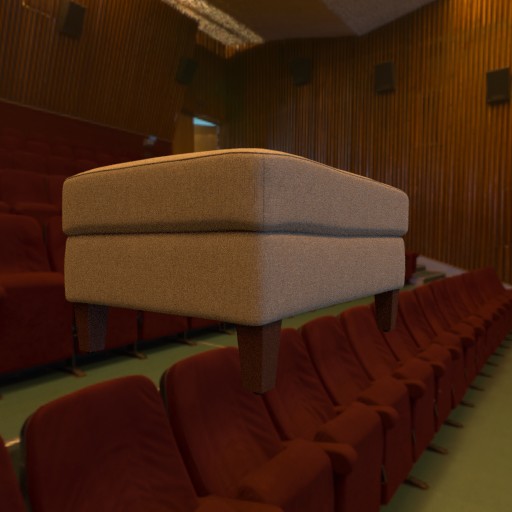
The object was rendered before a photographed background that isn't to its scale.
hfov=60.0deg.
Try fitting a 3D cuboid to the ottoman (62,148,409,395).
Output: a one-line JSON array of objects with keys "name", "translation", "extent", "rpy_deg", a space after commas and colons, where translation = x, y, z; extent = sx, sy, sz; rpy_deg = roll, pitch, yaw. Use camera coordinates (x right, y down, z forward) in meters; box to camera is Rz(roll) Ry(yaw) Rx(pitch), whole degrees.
[{"name": "ottoman", "translation": [0.000, 0.000, 1.337], "extent": [0.677, 0.519, 0.898], "rpy_deg": [1, 2, 35]}]
